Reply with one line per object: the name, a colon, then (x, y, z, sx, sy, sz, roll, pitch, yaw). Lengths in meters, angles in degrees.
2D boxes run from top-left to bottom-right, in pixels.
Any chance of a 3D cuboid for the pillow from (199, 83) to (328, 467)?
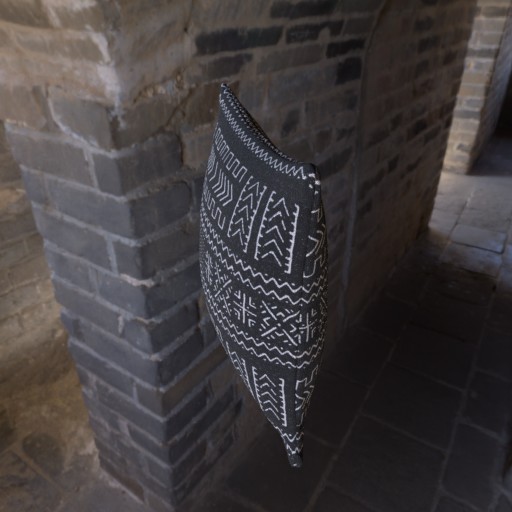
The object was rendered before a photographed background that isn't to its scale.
pillow: (0.000, 0.000, 0.672, 0.164, 0.430, 0.438, -8, 31, -12)
